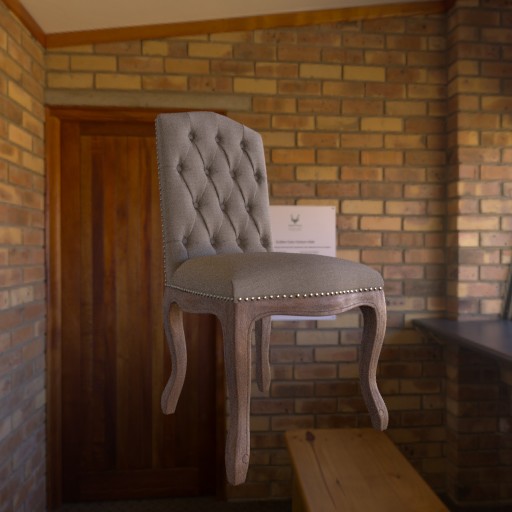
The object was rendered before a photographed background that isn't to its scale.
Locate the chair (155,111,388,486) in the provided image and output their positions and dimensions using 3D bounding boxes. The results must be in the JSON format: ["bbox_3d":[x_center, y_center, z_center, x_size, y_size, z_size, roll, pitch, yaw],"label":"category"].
[{"bbox_3d":[0.000,0.000,1.603,0.637,1.191,0.731,0,1,-36],"label":"chair"}]
